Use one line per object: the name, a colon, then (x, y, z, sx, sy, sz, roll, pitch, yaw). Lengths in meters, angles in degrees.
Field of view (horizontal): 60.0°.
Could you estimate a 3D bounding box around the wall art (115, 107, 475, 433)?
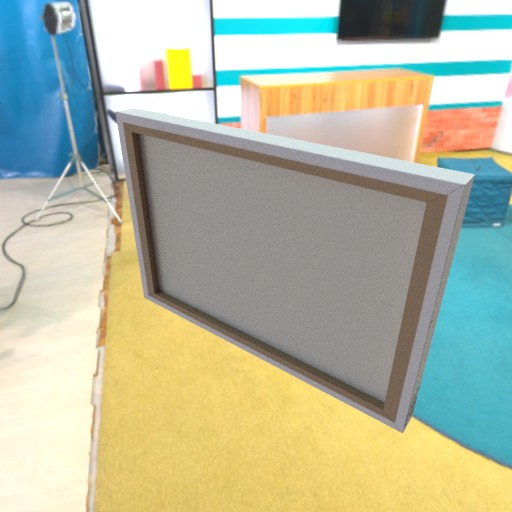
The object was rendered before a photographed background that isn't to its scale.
wall art: (0.000, 0.000, 0.765, 0.608, 0.414, 0.042, 21, 36, 31)
